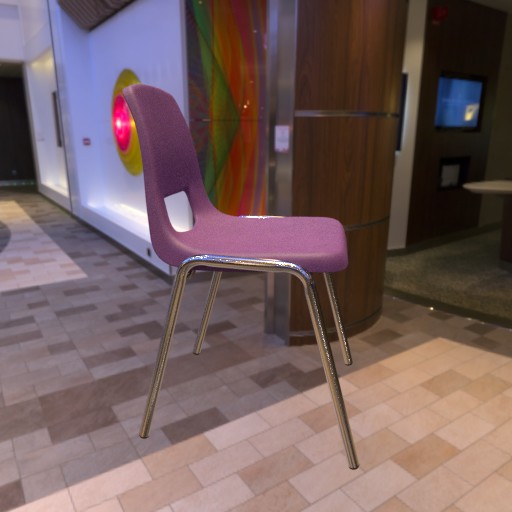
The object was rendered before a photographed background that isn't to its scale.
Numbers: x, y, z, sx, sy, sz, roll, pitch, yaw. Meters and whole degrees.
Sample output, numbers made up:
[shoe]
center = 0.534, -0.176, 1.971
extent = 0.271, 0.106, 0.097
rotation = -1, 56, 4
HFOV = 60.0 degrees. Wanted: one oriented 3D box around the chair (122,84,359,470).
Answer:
[chair]
center = 0.000, 0.000, 0.897
extent = 0.432, 0.654, 0.381
rotation = 3, 16, 10
